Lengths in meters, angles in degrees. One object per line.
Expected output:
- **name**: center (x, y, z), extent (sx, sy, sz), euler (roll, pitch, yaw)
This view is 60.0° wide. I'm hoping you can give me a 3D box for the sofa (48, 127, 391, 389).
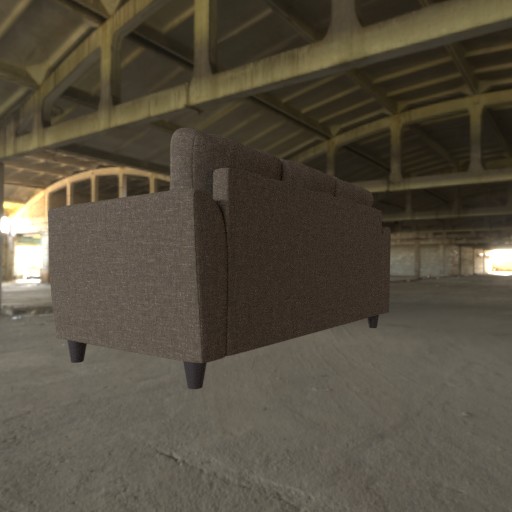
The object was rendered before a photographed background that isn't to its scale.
- **sofa**: center (0.000, 0.000, 2.327), extent (0.837, 0.891, 1.847), euler (-1, -1, 35)
